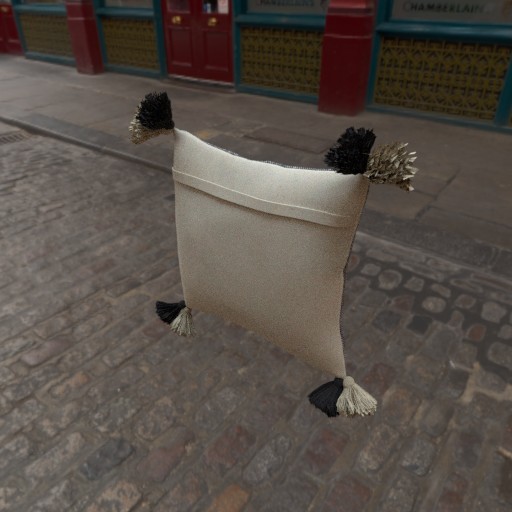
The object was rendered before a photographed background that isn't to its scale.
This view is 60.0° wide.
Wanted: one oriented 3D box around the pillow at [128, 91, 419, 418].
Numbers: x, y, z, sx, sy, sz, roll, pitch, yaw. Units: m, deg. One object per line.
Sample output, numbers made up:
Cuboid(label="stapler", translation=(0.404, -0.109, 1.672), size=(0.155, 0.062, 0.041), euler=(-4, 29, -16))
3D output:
Cuboid(label="pillow", translation=(0.000, 0.000, 0.979), size=(0.654, 0.659, 0.170), euler=(21, 36, 31))
